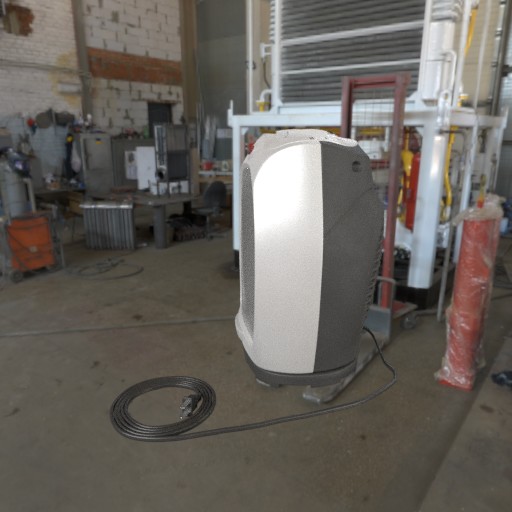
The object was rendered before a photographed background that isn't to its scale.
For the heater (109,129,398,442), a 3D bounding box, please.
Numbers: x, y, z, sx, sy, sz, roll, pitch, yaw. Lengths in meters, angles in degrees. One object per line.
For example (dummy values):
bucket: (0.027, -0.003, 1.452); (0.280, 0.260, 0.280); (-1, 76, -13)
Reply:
heater: (0.000, 0.000, 0.462); (0.291, 0.255, 0.239); (-2, 16, -7)
